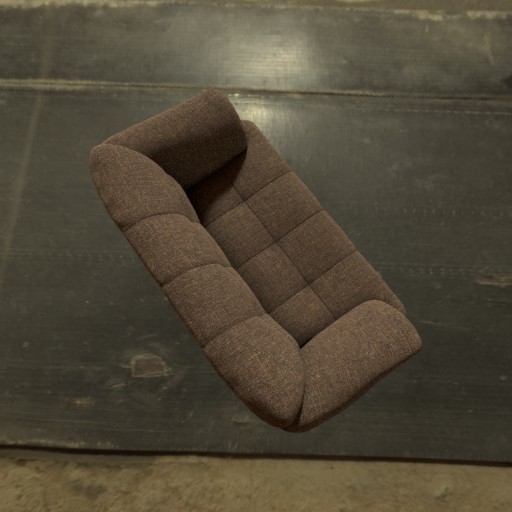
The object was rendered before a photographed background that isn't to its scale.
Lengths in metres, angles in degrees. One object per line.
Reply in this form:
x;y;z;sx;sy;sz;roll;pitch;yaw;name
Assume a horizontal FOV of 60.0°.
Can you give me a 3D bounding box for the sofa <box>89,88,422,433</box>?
0.000;0.000;1.957;0.799;0.895;1.404;-35;77;-9;sofa
